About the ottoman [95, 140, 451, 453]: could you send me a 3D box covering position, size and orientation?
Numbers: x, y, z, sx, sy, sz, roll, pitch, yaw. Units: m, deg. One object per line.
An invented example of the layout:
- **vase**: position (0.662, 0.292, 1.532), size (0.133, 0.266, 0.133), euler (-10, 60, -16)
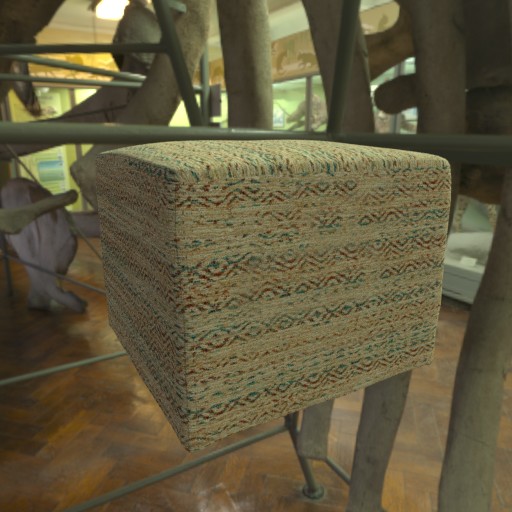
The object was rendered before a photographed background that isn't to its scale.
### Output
- **ottoman**: position (0.000, 0.000, 0.896), size (0.521, 0.453, 0.512), euler (-9, 18, -29)
